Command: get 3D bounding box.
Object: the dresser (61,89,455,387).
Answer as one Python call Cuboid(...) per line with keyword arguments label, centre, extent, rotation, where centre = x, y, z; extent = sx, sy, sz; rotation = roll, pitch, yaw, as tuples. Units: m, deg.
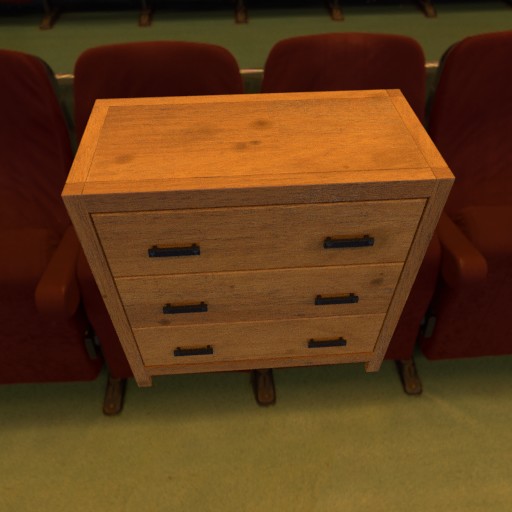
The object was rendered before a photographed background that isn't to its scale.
Cuboid(label="dresser", centre=(0.000, 0.000, 1.319), extent=(0.804, 0.804, 0.427), rotation=(-3, 47, -3))
